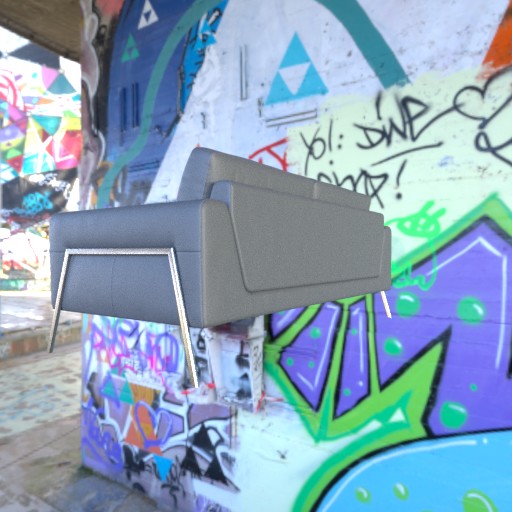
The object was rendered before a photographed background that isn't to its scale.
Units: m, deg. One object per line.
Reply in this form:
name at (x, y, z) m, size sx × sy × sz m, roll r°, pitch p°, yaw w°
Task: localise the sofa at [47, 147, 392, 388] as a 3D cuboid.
sofa at (0.000, 0.000, 2.578) m, size 0.953 × 0.875 × 2.017 m, roll 0°, pitch 0°, yaw 35°
